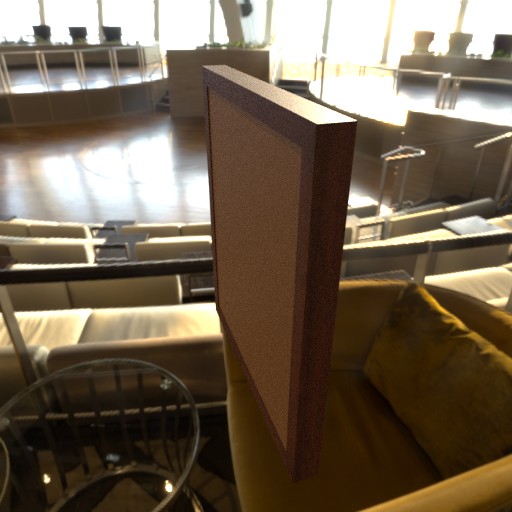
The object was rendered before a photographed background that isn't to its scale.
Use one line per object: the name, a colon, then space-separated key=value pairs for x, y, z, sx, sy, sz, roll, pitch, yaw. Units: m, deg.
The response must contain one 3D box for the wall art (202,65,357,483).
wall art: x=0.000 y=0.000 z=0.523 sx=0.030 sy=0.381 sz=0.330 roll=-10 pitch=31 yaw=-17
